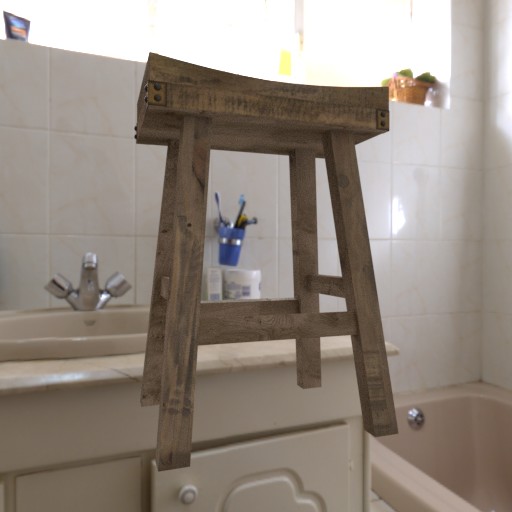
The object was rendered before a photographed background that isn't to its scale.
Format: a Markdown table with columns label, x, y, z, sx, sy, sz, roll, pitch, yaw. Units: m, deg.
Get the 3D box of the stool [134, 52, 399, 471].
| label | x | y | z | sx | sy | sz | roll | pitch | yaw |
| --- | --- | --- | --- | --- | --- | --- | --- | --- | --- |
| stool | 0.000 | 0.000 | 0.877 | 0.450 | 0.635 | 0.330 | 0 | 0 | -19 |
